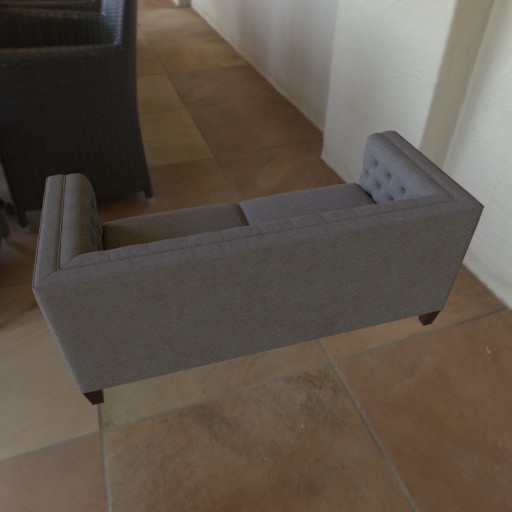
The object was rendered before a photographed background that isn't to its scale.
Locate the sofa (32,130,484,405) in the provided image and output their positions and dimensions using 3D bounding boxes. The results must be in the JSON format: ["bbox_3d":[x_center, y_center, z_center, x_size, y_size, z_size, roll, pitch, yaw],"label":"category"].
[{"bbox_3d":[0.000,0.000,2.181,1.778,0.762,0.775,-11,42,-12],"label":"sofa"}]
